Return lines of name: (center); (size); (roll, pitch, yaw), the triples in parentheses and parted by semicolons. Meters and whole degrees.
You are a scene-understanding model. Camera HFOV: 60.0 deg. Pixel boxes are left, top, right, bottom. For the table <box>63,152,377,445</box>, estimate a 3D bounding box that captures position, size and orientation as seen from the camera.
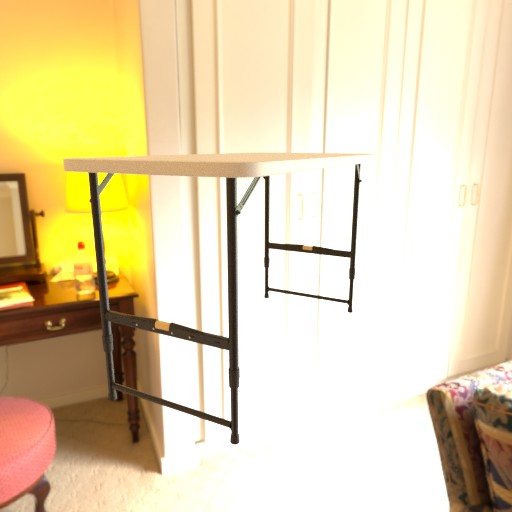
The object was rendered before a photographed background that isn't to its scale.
table: (0.000, 0.000, 1.662); (0.610, 0.737, 1.219); (7, 16, 27)
